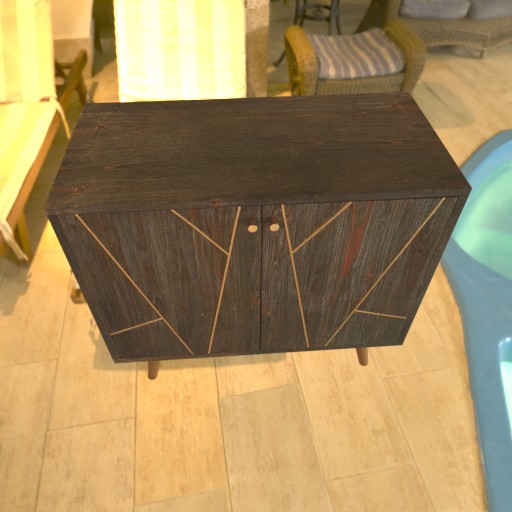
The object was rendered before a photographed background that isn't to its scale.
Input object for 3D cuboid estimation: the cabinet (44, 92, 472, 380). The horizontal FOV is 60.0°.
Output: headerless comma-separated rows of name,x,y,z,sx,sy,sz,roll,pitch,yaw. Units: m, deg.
cabinet,0.000,0.000,1.538,1.023,0.897,0.529,-3,47,-3
